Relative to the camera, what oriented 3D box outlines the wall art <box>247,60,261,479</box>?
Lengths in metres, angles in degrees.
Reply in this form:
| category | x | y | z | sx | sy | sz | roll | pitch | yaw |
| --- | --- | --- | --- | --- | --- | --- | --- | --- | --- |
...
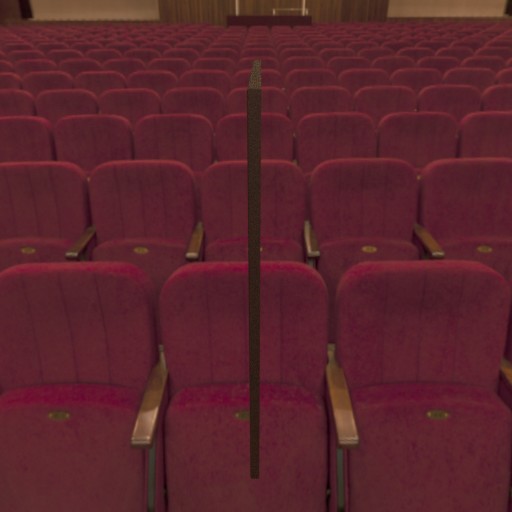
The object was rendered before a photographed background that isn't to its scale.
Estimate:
| category | x | y | z | sx | sy | sz | roll | pitch | yaw |
| --- | --- | --- | --- | --- | --- | --- | --- | --- | --- |
| wall art | 0.000 | 0.000 | 0.655 | 0.013 | 0.508 | 0.359 | 0 | 27 | 0 |
